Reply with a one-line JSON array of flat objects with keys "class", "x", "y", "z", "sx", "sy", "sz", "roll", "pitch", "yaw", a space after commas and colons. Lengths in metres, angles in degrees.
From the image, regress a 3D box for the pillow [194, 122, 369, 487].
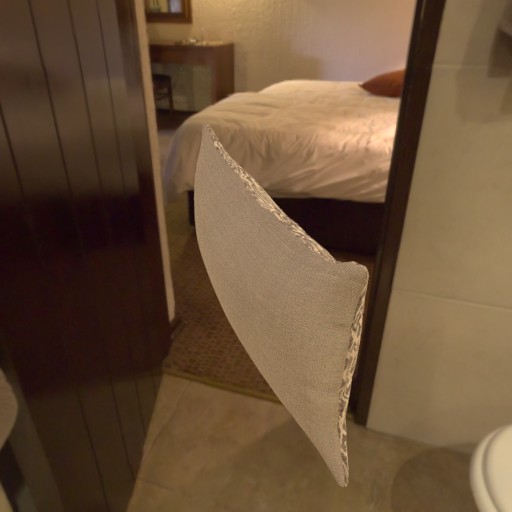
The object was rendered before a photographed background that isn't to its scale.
[{"class": "pillow", "x": 0.000, "y": 0.000, "z": 0.707, "sx": 0.148, "sy": 0.290, "sz": 0.631, "roll": -10, "pitch": 31, "yaw": -17}]
